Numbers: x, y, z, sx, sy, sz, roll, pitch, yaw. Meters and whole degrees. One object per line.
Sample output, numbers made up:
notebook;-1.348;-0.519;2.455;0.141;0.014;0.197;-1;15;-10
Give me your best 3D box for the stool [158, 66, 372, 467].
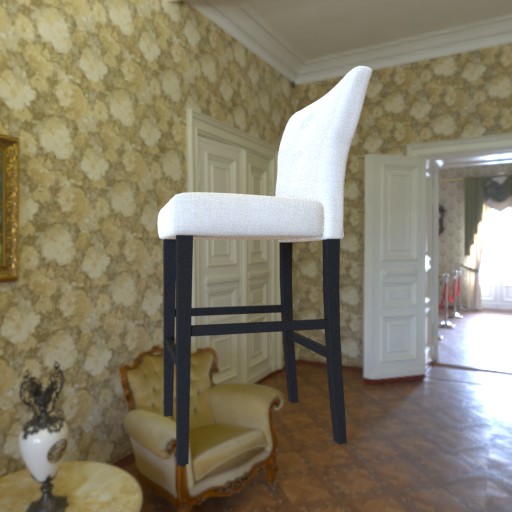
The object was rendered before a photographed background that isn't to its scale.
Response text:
stool;0.000;0.000;1.452;0.603;1.124;0.516;0;0;-17
